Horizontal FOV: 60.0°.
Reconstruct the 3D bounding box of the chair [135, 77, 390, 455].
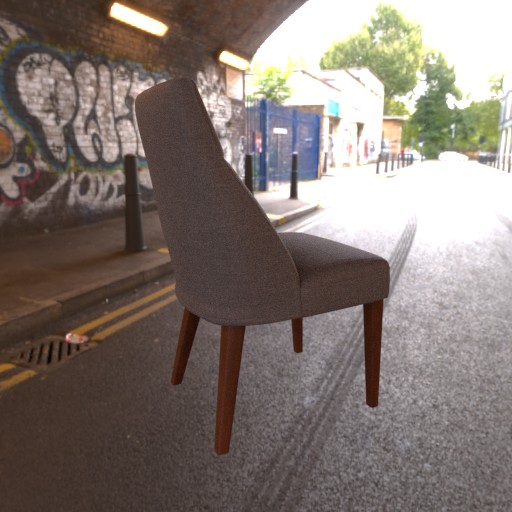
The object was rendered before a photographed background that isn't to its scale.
[{"bbox_3d":[0.000,0.000,1.320,0.620,0.930,0.500,-7,15,-27],"label":"chair"}]
